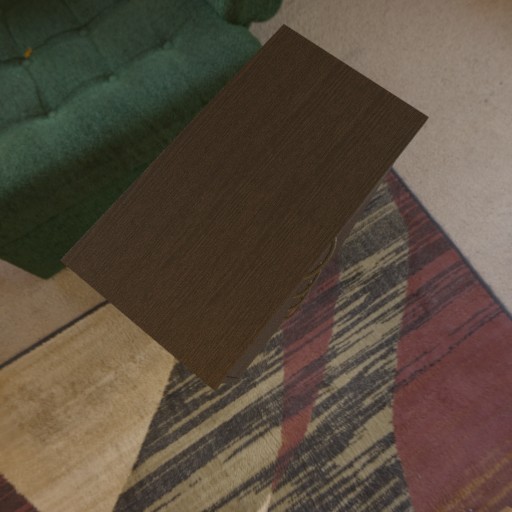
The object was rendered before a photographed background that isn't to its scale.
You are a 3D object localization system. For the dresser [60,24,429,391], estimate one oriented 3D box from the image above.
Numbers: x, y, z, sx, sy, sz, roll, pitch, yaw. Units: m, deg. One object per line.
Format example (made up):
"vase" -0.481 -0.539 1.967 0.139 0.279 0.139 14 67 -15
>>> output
"dresser" 0.000 0.000 1.380 0.399 1.020 0.704 37 78 10
